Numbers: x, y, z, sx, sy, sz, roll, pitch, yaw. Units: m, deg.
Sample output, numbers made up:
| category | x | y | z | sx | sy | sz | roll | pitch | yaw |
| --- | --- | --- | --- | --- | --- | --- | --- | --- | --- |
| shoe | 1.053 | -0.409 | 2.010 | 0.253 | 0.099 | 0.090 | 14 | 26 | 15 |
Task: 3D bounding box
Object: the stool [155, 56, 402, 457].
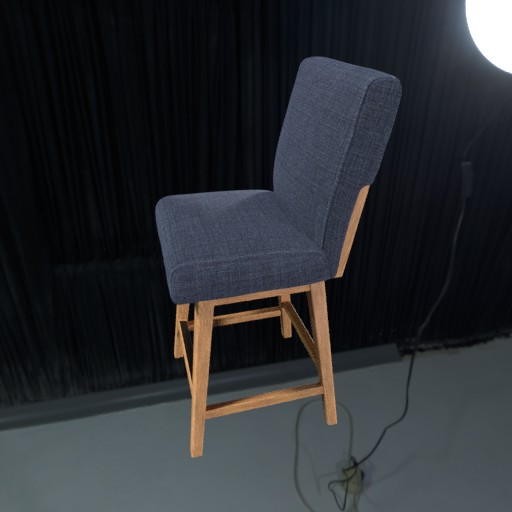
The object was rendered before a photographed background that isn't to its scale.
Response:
| category | x | y | z | sx | sy | sz | roll | pitch | yaw |
| --- | --- | --- | --- | --- | --- | --- | --- | --- | --- |
| stool | 0.000 | 0.000 | 1.276 | 0.526 | 1.010 | 0.459 | -8 | 31 | -13 |
